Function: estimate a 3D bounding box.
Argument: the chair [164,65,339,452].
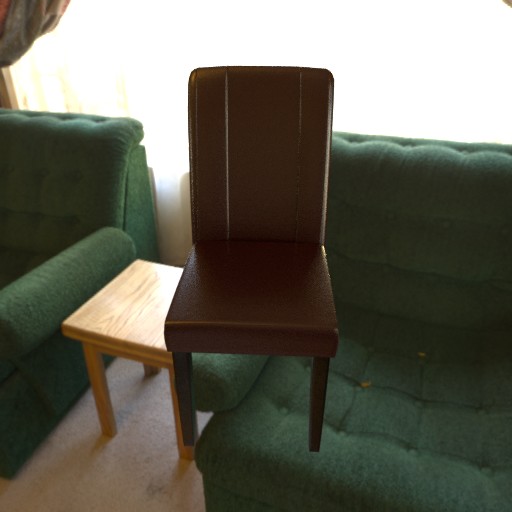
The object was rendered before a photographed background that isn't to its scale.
[{"bbox_3d":[0.000,0.000,1.193,0.399,0.897,0.556,1,29,3],"label":"chair"}]
